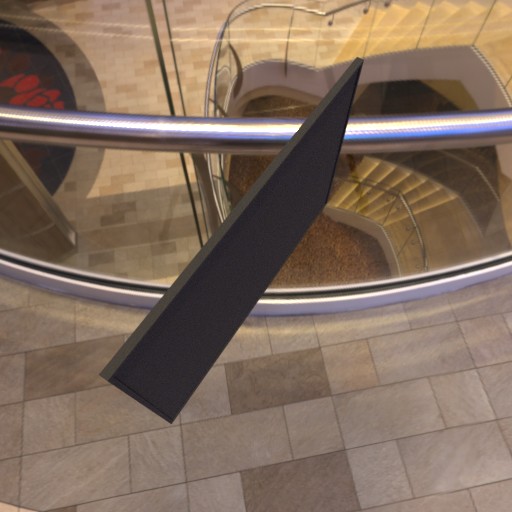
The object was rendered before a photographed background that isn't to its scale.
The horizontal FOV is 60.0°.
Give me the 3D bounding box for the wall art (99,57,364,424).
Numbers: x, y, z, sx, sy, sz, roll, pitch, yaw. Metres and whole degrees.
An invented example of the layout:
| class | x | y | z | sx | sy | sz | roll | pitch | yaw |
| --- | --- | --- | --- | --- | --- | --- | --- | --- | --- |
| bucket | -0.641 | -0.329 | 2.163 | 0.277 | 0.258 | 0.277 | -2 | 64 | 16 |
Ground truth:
| class | x | y | z | sx | sy | sz | roll | pitch | yaw |
| --- | --- | --- | --- | --- | --- | --- | --- | --- | --- |
| wall art | 0.000 | 0.000 | 1.531 | 0.028 | 0.805 | 1.190 | 31 | 67 | 14 |
